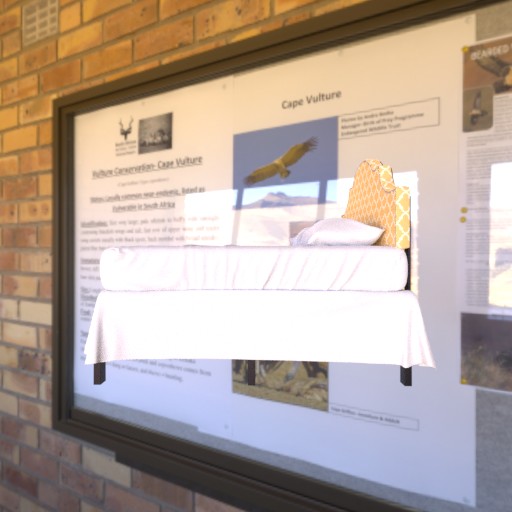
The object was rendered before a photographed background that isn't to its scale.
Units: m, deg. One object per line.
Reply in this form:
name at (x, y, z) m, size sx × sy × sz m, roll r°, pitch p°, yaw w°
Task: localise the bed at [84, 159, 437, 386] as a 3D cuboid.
bed at (0.000, 0.000, 3.748) m, size 2.222 × 1.601 × 2.314 m, roll 0°, pitch 0°, yaw 1°
